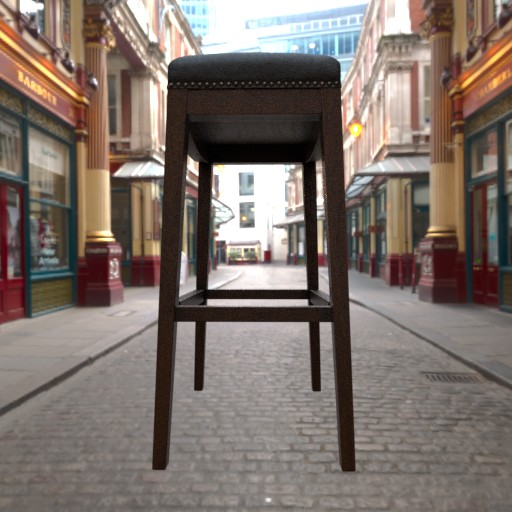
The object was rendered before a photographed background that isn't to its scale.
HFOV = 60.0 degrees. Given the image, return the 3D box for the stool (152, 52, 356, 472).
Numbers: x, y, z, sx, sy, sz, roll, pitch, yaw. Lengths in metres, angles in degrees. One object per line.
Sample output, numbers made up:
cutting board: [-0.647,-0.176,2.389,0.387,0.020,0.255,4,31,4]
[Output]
stool: [0.000,0.000,1.036,0.361,0.765,0.500,0,0,1]
